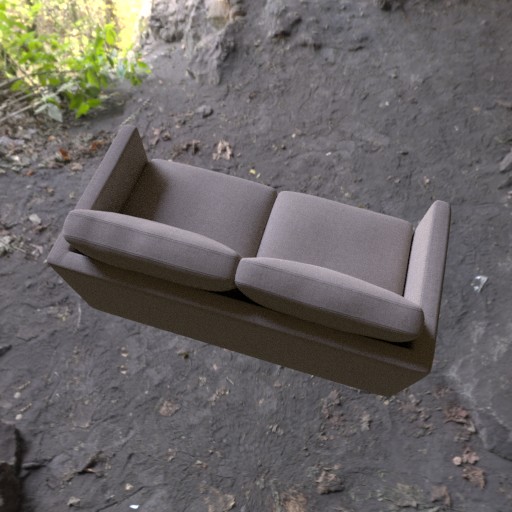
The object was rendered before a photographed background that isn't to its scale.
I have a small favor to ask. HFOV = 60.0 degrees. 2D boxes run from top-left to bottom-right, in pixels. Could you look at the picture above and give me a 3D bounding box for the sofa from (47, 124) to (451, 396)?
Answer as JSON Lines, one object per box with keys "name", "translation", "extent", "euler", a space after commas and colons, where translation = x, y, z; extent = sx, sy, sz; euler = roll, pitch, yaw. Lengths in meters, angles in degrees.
{"name": "sofa", "translation": [0.000, 0.000, 2.470], "extent": [1.884, 0.947, 0.951], "euler": [15, 65, 7]}
